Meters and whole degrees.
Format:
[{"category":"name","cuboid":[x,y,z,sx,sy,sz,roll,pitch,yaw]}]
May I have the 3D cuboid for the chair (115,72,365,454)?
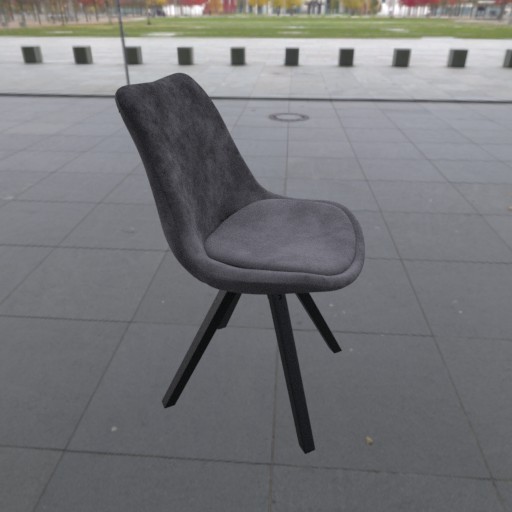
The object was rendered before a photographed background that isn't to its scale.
[{"category":"chair","cuboid":[0.000,0.000,1.163,0.550,0.850,0.485,10,30,17]}]
